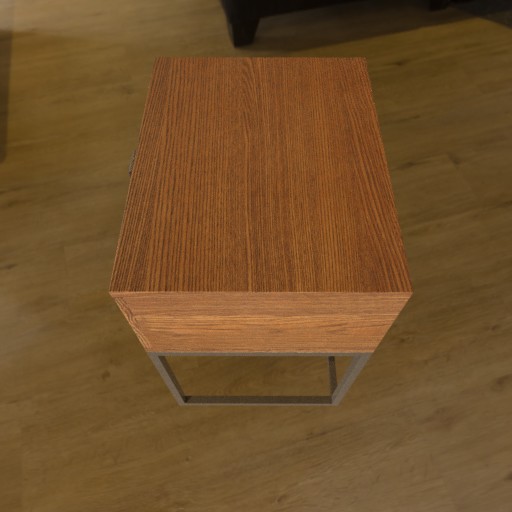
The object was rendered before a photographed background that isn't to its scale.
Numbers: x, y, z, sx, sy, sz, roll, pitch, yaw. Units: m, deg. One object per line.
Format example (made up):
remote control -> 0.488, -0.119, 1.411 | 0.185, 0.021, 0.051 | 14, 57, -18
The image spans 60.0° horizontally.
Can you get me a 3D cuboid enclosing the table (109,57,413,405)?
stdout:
table -> 0.000, 0.000, 0.947 | 0.400, 0.610, 0.482 | 0, 58, 0
